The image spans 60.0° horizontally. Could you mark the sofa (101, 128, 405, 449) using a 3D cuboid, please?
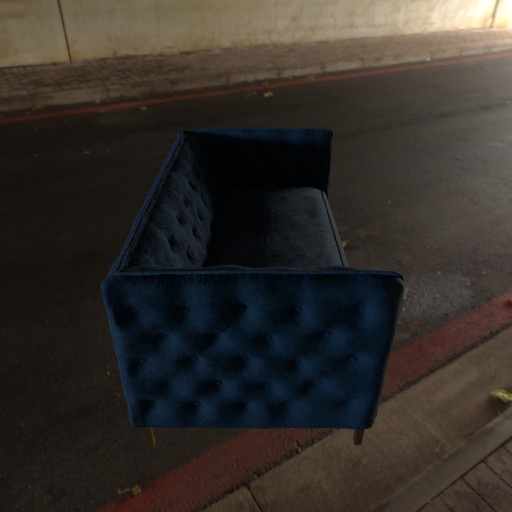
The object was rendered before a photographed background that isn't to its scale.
[{"bbox_3d":[0.000,0.000,2.105,0.909,0.810,1.583,0,32,0],"label":"sofa"}]
